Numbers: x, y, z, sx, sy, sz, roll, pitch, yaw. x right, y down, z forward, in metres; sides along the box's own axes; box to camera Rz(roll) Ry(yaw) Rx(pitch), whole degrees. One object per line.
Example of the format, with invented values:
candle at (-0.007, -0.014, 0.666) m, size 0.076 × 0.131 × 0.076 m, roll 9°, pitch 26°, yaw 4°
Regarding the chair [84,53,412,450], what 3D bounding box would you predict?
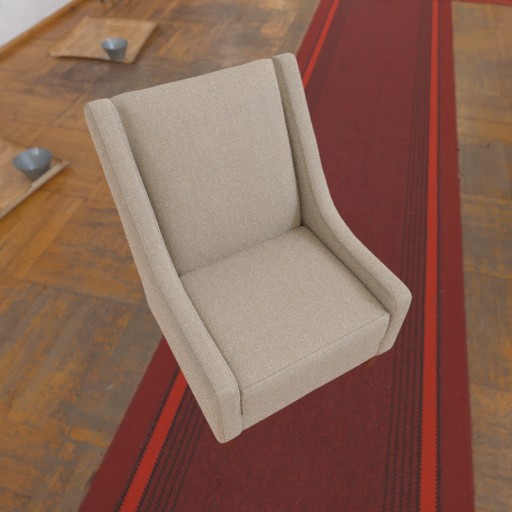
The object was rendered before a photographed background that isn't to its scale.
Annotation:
chair at (0.000, 0.000, 1.593) m, size 0.774 × 1.014 × 0.870 m, roll -23°, pitch 51°, yaw -20°
